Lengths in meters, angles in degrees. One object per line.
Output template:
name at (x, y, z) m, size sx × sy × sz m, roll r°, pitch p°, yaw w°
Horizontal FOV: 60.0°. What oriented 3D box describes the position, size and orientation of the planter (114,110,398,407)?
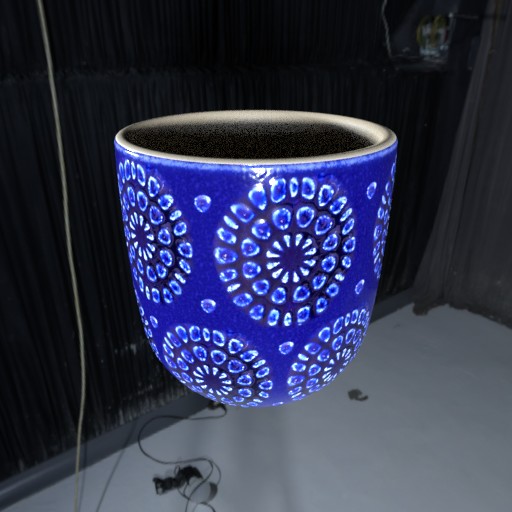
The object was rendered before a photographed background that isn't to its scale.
planter at (0.000, 0.000, 0.199) m, size 0.109 × 0.112 × 0.109 m, roll 0°, pitch 26°, yaw 0°
